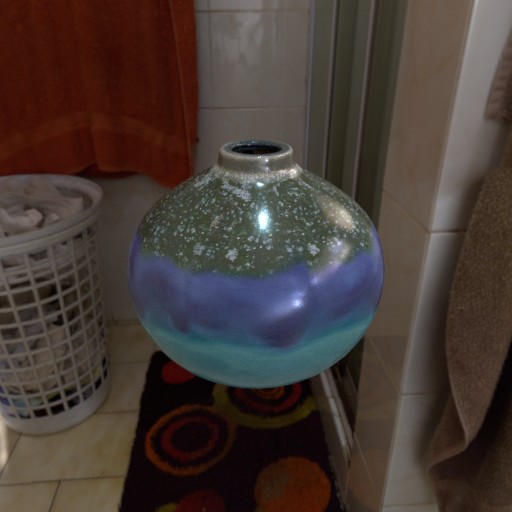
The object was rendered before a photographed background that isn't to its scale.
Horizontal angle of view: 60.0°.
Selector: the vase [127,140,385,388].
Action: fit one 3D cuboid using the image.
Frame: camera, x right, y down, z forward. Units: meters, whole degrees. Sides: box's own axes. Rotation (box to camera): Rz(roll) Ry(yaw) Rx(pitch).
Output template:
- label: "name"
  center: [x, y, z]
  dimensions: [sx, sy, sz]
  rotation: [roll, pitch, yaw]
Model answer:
- label: "vase"
  center: [0.000, 0.000, 0.271]
  dimensions: [0.154, 0.133, 0.154]
  rotation: [0, 28, 0]
